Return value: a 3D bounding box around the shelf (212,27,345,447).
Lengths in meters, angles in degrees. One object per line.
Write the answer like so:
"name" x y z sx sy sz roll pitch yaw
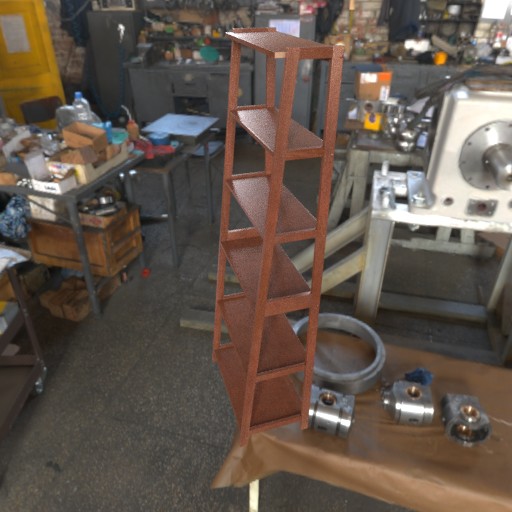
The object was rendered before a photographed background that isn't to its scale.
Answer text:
"shelf" 0.000 0.000 2.123 0.382 1.892 0.660 -10 33 -15
